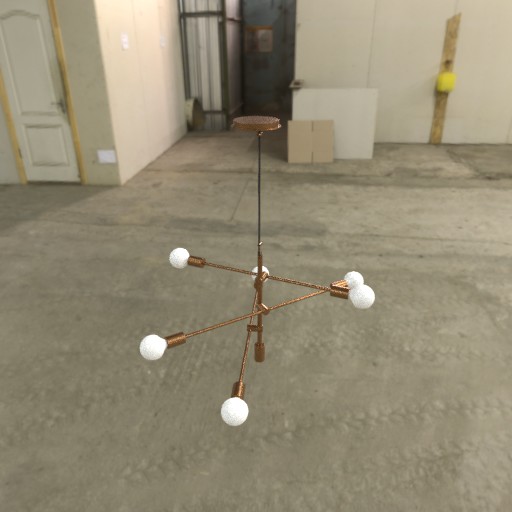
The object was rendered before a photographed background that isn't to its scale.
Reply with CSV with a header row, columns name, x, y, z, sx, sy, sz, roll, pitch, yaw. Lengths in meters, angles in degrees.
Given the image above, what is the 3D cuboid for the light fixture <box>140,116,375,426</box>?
name,x,y,z,sx,sy,sz,roll,pitch,yaw
light fixture,0.000,0.000,1.245,0.637,0.744,0.682,17,31,30
